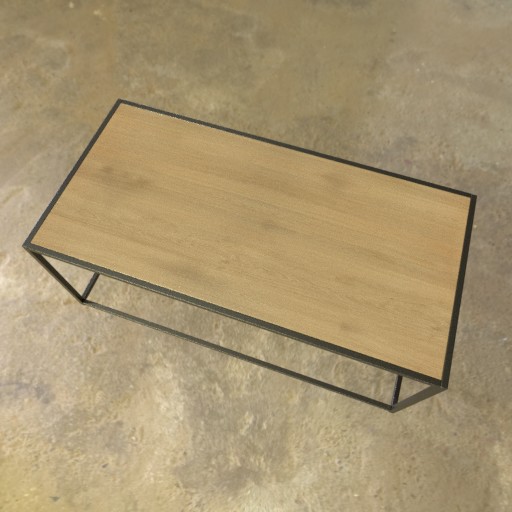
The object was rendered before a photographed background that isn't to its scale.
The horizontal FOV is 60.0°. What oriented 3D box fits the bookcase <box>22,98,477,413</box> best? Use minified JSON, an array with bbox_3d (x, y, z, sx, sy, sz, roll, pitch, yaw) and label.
[{"bbox_3d":[0.000,0.000,1.255,1.000,0.400,0.500,17,65,8],"label":"bookcase"}]
